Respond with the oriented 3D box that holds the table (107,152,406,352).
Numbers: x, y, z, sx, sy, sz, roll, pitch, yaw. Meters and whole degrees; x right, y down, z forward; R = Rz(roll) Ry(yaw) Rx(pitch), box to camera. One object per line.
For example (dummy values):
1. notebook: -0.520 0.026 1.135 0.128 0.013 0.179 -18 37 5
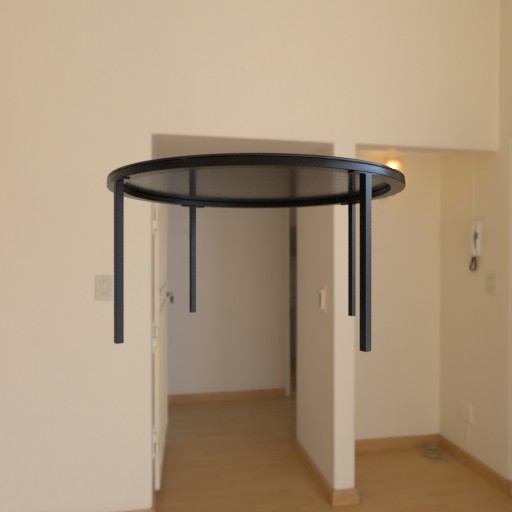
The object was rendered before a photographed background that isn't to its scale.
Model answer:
1. table: 0.000 0.000 1.251 0.800 0.400 0.800 0 0 0
